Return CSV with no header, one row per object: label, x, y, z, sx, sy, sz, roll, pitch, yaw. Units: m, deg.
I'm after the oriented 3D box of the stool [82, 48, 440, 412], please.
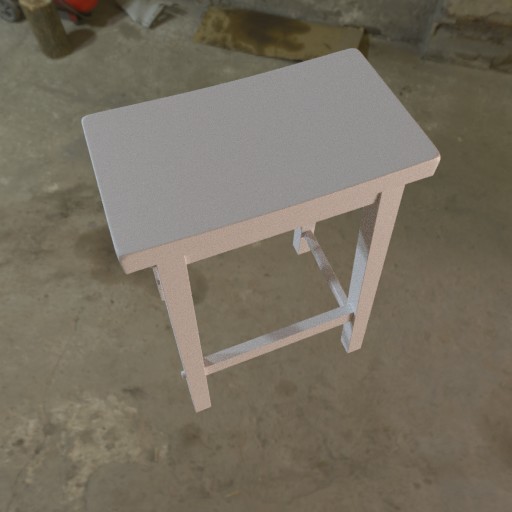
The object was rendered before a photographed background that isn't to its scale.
stool,0.000,0.000,0.825,0.406,0.610,0.322,-18,62,-10
